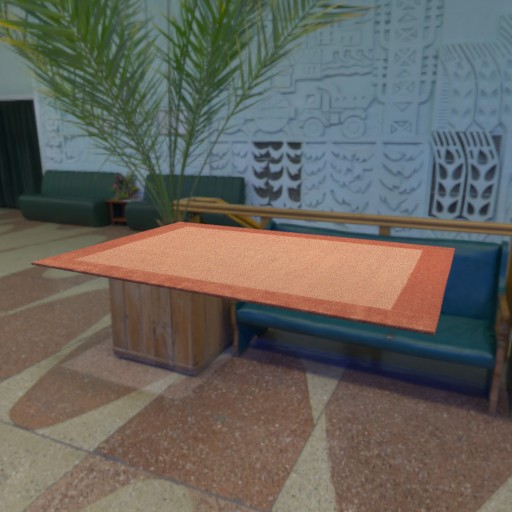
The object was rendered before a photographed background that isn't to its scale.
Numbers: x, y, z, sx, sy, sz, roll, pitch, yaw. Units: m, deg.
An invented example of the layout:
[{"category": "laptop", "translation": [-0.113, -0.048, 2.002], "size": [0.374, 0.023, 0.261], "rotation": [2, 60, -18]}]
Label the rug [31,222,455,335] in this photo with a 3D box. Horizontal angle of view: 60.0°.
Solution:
[{"category": "rug", "translation": [0.000, 0.000, 2.285], "size": [1.829, 0.014, 1.219], "rotation": [7, 16, 25]}]
